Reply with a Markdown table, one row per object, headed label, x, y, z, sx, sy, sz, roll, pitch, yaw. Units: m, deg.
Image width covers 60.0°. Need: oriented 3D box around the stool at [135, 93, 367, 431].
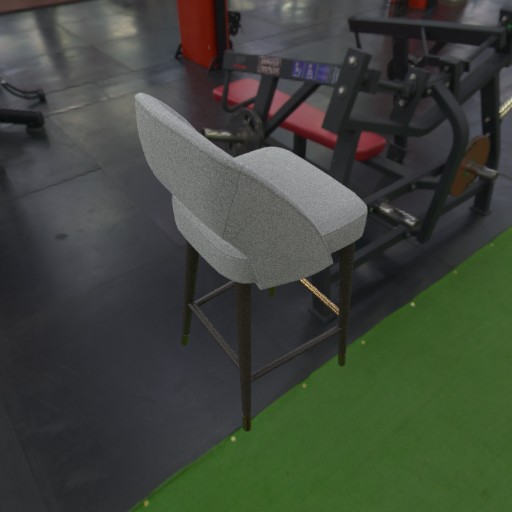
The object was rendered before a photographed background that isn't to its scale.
| label | x | y | z | sx | sy | sz | roll | pitch | yaw |
| --- | --- | --- | --- | --- | --- | --- | --- | --- | --- |
| stool | 0.000 | 0.000 | 1.333 | 0.509 | 1.037 | 0.494 | -26 | 49 | -26 |
